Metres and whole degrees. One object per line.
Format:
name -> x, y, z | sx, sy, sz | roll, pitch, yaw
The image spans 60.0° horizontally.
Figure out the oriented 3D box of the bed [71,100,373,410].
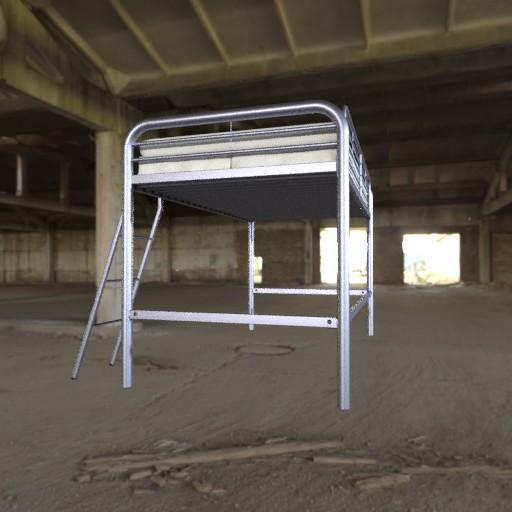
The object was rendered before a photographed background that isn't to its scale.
bed -> 0.000, 0.000, 2.951 | 1.415, 1.288, 1.965 | 0, -1, 18
